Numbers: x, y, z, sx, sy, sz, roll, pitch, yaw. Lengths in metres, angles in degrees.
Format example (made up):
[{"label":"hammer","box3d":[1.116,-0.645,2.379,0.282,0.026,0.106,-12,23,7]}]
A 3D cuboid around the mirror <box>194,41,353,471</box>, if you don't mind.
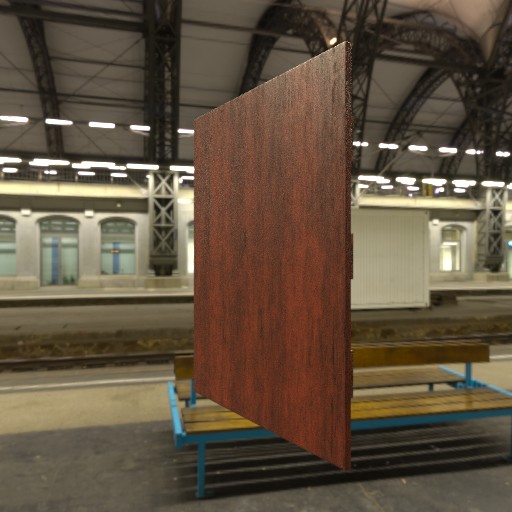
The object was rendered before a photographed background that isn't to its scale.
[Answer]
[{"label":"mirror","box3d":[0.000,0.000,1.079,0.021,0.805,0.600,0,0,-36]}]
